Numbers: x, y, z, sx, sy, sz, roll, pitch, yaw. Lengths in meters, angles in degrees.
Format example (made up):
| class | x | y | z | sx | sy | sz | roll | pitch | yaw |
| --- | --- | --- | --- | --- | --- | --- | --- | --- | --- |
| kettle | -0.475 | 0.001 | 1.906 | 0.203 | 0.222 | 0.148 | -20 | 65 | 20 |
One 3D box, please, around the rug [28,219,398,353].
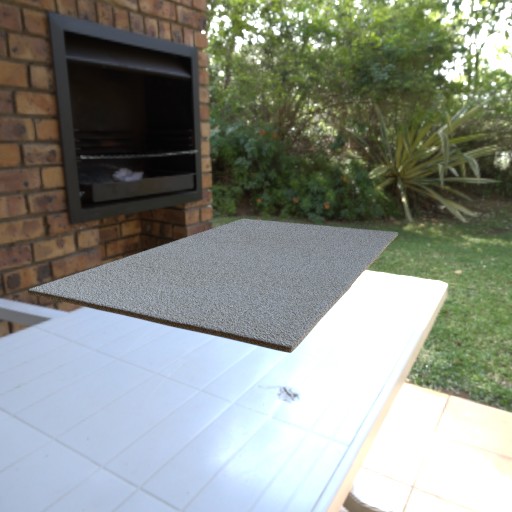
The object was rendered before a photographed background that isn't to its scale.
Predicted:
| class | x | y | z | sx | sy | sz | roll | pitch | yaw |
| --- | --- | --- | --- | --- | --- | --- | --- | --- | --- |
| rug | 0.000 | 0.000 | 3.087 | 1.524 | 0.030 | 2.438 | 7 | 16 | 26 |
